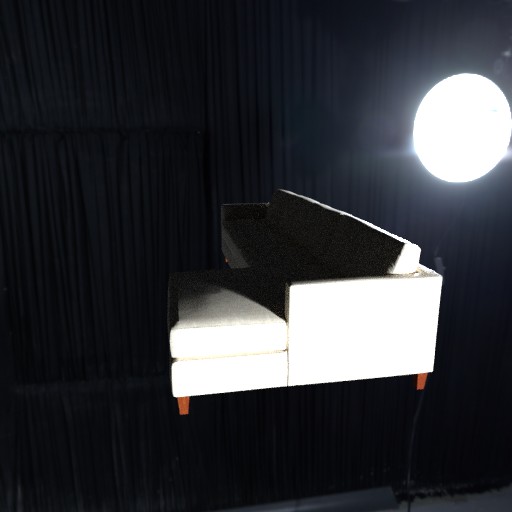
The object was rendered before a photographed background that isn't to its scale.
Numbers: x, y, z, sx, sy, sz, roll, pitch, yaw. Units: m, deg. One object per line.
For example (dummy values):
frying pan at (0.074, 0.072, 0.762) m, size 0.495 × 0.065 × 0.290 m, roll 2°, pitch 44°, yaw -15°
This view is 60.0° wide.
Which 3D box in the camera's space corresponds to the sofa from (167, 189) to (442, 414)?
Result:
sofa at (0.000, 0.000, 4.132) m, size 1.603 × 0.954 × 3.471 m, roll -3°, pitch 14°, yaw -10°
